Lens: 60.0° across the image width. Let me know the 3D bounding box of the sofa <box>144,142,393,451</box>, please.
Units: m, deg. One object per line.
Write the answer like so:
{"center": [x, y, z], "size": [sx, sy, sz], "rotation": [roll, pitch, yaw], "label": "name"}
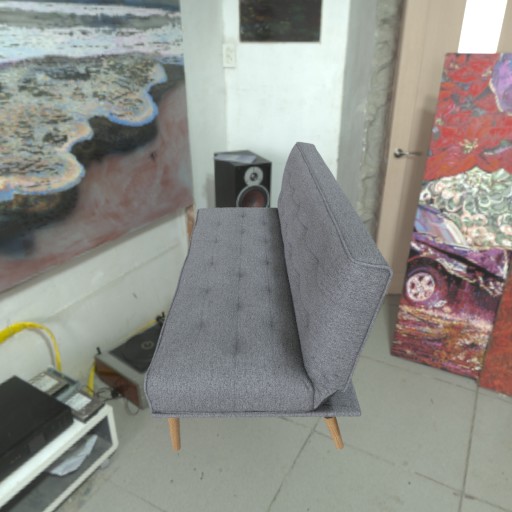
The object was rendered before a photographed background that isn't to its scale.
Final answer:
{"center": [0.000, 0.000, 2.302], "size": [0.810, 0.830, 1.820], "rotation": [0, 26, 0], "label": "sofa"}
